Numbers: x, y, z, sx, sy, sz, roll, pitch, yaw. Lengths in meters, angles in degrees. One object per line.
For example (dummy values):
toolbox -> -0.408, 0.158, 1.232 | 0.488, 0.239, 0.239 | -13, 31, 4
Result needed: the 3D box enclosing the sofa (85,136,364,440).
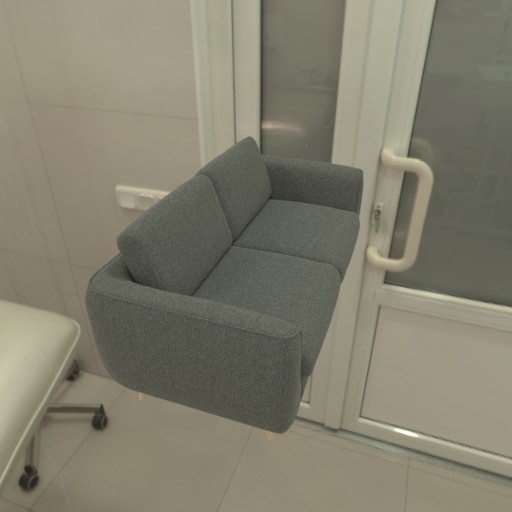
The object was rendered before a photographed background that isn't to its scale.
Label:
sofa -> 0.000, 0.000, 2.302 | 0.920, 0.870, 1.700 | 11, 33, 17
